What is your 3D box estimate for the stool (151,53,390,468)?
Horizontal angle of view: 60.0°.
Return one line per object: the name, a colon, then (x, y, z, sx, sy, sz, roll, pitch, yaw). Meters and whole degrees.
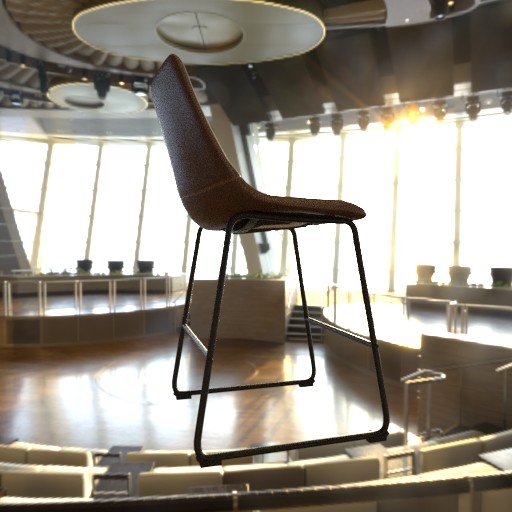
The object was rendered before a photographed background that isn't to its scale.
stool: (0.000, 0.000, 1.206, 0.550, 0.890, 0.460, 0, 2, -17)
